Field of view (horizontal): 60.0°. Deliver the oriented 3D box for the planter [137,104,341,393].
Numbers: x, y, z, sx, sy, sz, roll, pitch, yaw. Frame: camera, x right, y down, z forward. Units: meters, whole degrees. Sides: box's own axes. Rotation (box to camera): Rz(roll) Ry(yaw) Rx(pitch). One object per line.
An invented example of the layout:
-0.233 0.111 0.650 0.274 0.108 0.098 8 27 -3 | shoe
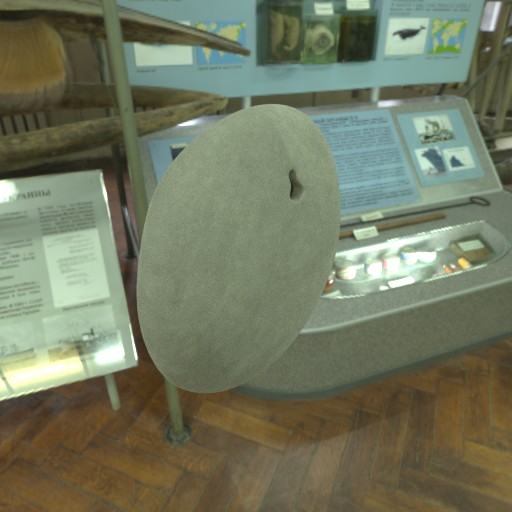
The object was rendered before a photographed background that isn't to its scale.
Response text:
0.000 0.000 0.288 0.071 0.188 0.185 22 37 32 | planter
